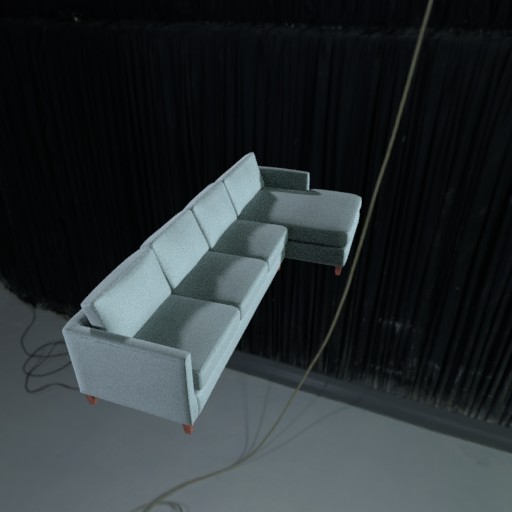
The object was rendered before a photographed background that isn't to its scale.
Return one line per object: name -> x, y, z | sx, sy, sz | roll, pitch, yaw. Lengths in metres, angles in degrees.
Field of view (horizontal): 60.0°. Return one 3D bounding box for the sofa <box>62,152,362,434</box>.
sofa -> 0.000, 0.000, 4.235 | 1.604, 0.950, 3.471 | 10, 32, 16
